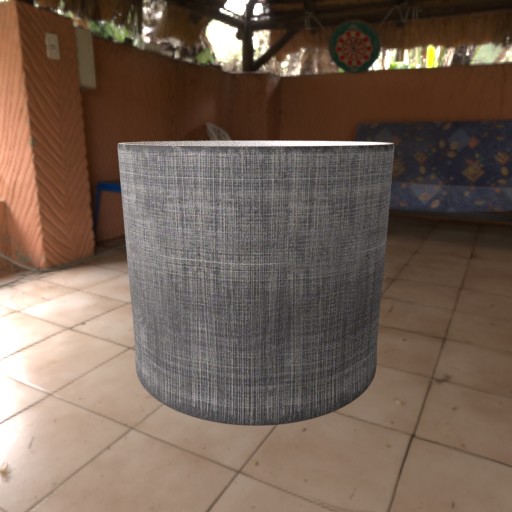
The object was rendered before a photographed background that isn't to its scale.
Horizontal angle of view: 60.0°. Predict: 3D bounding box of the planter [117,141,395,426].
[{"bbox_3d":[0.000,0.000,0.318,0.178,0.157,0.178,0,15,0],"label":"planter"}]
